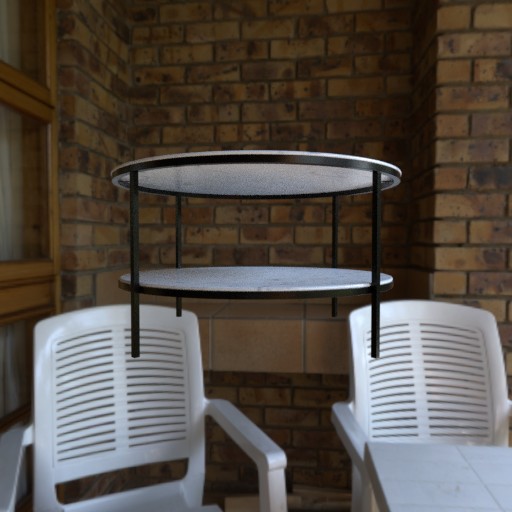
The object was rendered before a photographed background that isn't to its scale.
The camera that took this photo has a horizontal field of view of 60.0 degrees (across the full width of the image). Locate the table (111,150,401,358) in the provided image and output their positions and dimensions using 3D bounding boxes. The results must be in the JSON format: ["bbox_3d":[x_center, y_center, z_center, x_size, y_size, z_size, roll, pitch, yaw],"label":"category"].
[{"bbox_3d":[0.000,0.000,1.292,0.800,0.450,0.800,0,2,0],"label":"table"}]
